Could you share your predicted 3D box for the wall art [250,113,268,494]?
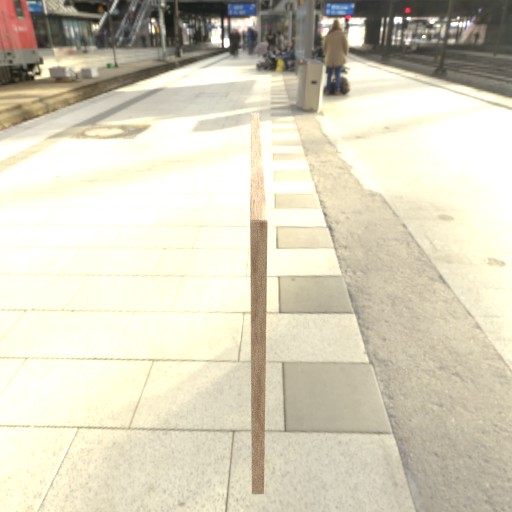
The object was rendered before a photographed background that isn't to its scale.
[{"bbox_3d":[0.000,0.000,0.964,0.021,0.480,0.780,0,27,0],"label":"wall art"}]
